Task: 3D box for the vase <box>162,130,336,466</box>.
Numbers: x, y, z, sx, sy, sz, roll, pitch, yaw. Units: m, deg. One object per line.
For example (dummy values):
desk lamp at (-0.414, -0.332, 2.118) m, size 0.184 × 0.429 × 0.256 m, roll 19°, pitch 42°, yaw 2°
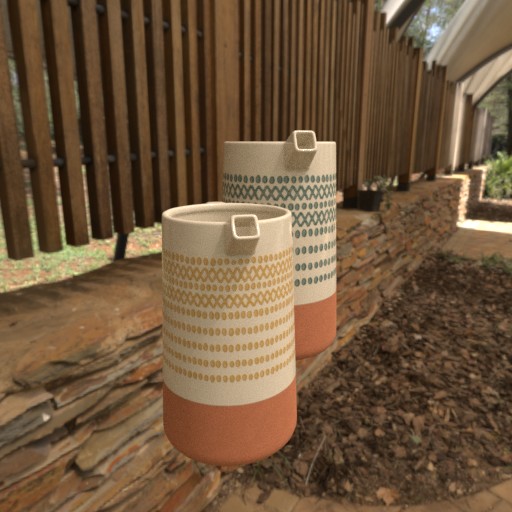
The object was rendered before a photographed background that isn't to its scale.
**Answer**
vase at (0.000, 0.000, 0.454) m, size 0.168 × 0.247 × 0.326 m, roll 7°, pitch 16°, yaw 26°
